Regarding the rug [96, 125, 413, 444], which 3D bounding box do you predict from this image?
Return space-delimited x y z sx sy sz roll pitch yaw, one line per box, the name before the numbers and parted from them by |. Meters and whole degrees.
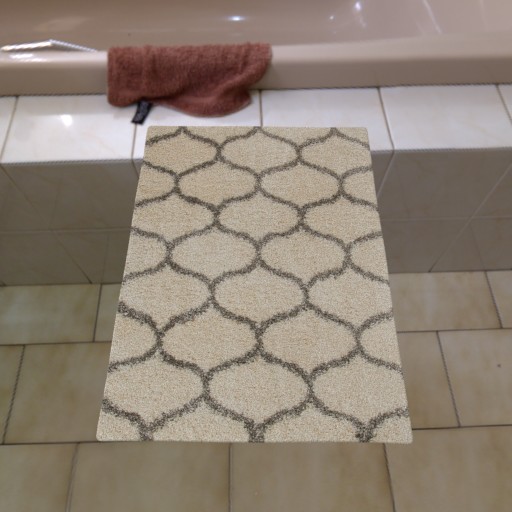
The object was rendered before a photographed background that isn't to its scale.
rug | 0.000 0.000 2.051 1.200 0.025 1.600 0 62 0
